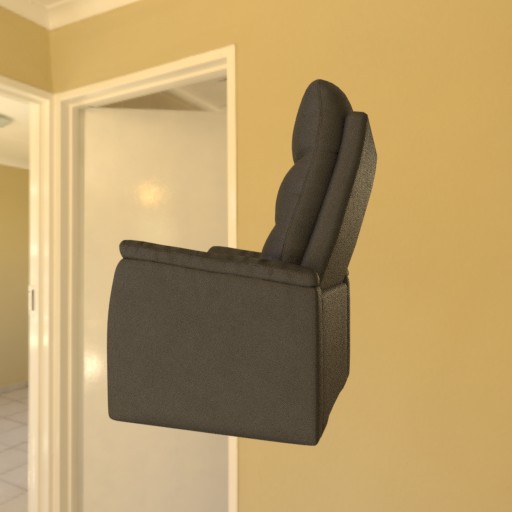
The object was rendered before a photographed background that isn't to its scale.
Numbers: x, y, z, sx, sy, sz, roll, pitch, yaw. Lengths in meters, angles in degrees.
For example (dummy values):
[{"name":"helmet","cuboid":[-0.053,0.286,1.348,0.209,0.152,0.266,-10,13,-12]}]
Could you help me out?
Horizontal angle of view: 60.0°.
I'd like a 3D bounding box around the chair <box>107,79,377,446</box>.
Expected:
[{"name":"chair","cuboid":[0.000,0.000,1.619,0.831,1.082,0.775,0,0,18]}]
